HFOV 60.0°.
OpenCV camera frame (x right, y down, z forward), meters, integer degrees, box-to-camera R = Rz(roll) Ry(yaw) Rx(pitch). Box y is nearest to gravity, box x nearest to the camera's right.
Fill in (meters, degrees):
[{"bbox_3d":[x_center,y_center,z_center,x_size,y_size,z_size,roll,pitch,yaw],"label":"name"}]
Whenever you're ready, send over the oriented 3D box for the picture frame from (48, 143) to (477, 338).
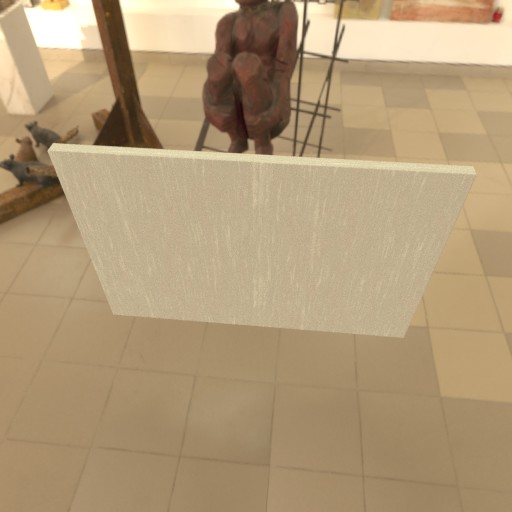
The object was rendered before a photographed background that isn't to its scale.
[{"bbox_3d":[0.000,0.000,1.222,0.950,0.640,0.029,4,47,4],"label":"picture frame"}]
